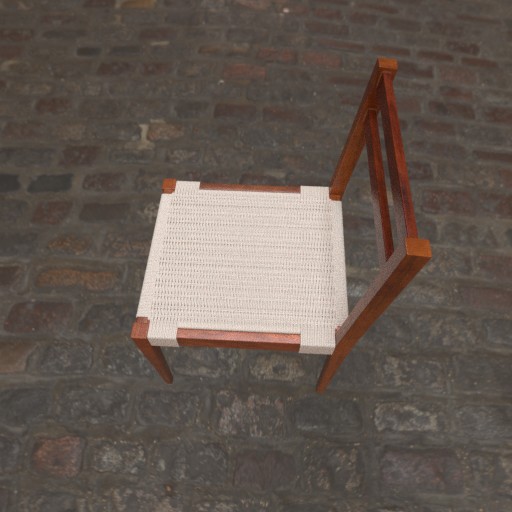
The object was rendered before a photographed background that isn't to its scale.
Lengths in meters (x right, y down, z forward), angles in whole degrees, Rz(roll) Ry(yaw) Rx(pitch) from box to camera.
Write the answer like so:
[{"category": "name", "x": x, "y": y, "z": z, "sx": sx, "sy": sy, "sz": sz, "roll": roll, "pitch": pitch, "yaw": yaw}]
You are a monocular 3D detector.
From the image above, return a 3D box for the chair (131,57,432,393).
[{"category": "chair", "x": 0.000, "y": 0.000, "z": 1.176, "sx": 0.569, "sy": 0.851, "sz": 0.495, "roll": 3, "pitch": 59, "yaw": 2}]
